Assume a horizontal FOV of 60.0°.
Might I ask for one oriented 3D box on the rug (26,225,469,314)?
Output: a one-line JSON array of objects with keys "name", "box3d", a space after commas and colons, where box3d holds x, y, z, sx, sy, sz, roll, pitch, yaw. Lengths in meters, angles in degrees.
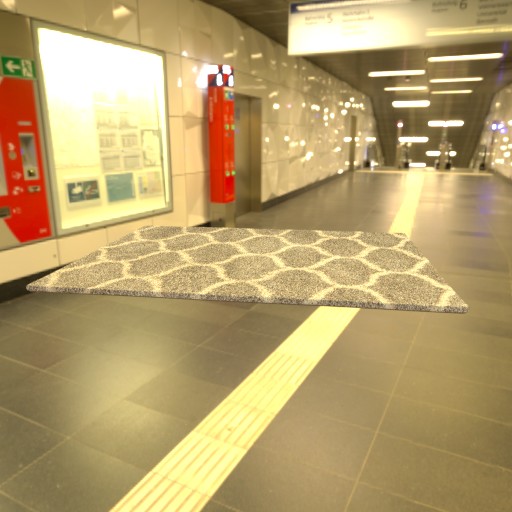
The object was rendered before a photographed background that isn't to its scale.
[{"name": "rug", "box3d": [0.000, 0.000, 2.143, 1.600, 0.025, 1.200, 2, 15, 8]}]
